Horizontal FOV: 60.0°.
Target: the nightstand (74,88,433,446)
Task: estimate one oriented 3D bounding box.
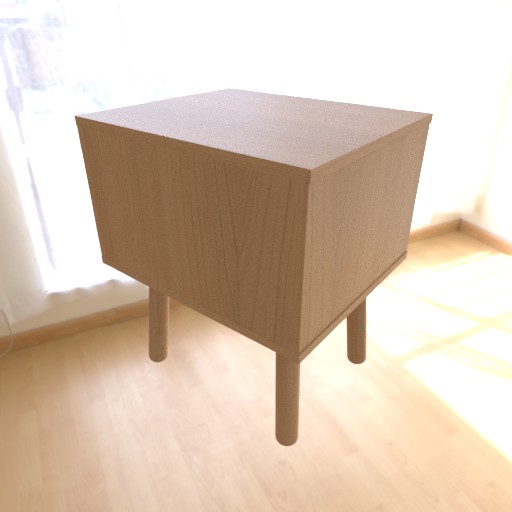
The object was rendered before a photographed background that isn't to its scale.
[{"bbox_3d":[0.000,0.000,0.855,0.450,0.530,0.380,21,35,33],"label":"nightstand"}]
